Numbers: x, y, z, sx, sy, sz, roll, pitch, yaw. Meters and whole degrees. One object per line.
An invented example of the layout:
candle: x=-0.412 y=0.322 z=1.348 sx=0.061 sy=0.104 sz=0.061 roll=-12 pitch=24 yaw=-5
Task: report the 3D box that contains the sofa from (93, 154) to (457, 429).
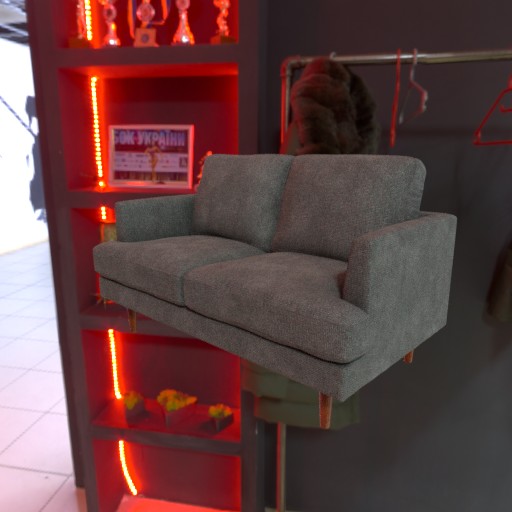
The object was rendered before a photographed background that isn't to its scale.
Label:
sofa: x=0.000 y=0.000 z=2.136 sx=1.582 sy=0.956 sz=0.903 roll=12 pitch=18 yaw=41
